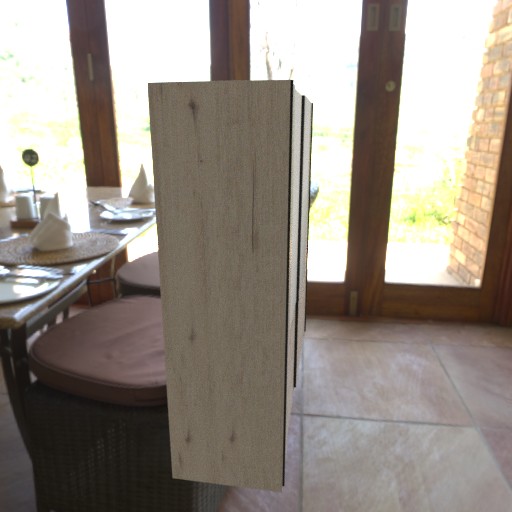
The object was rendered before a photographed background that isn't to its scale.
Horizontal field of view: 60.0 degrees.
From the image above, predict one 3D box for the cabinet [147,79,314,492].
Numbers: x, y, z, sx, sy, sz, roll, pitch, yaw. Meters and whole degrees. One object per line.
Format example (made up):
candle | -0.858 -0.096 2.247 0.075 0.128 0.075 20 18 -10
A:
cabinet | 0.000 0.000 3.198 0.660 2.180 2.000 3 17 9
